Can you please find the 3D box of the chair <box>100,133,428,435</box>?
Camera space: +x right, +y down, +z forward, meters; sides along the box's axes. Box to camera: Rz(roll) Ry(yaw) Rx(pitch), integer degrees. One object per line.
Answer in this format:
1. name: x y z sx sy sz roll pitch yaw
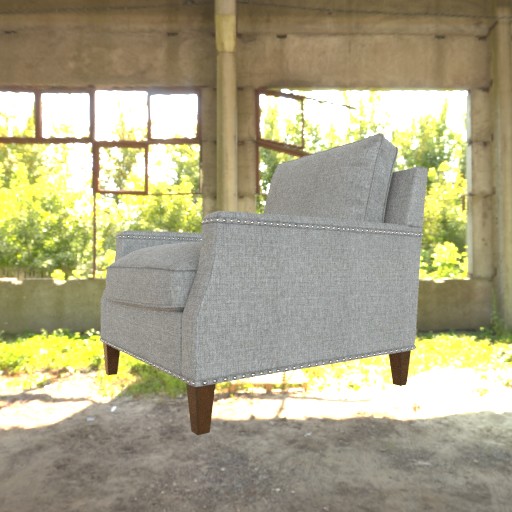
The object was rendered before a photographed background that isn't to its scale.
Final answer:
1. chair: 0.000 0.000 1.726 1.014 0.943 0.853 1 -2 -35
